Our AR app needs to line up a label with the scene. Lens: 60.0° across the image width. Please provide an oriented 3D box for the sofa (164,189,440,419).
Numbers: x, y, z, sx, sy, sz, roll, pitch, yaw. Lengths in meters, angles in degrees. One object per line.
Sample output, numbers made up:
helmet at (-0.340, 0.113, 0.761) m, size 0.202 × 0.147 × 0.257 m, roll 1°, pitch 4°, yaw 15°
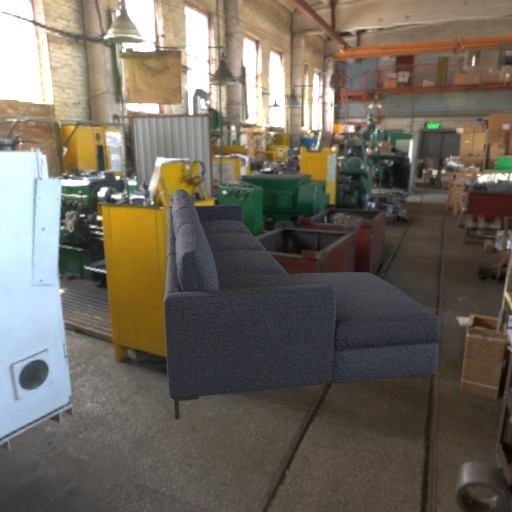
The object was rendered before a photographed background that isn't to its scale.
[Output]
sofa at (0.000, 0.000, 2.872) m, size 1.125 × 0.673 × 2.445 m, roll -3°, pitch 15°, yaw -10°
